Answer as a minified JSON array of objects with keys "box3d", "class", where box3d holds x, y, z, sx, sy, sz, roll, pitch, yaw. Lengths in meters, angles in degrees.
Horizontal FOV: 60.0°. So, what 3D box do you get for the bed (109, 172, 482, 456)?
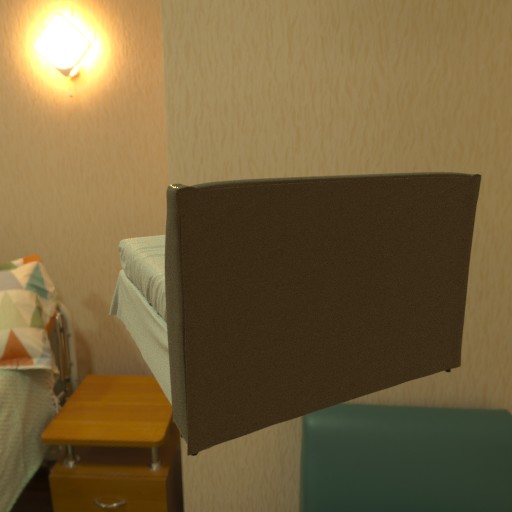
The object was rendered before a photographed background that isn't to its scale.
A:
[{"box3d":[0.000,0.000,3.356,1.925,1.332,2.276,-7,16,-26],"class":"bed"}]
